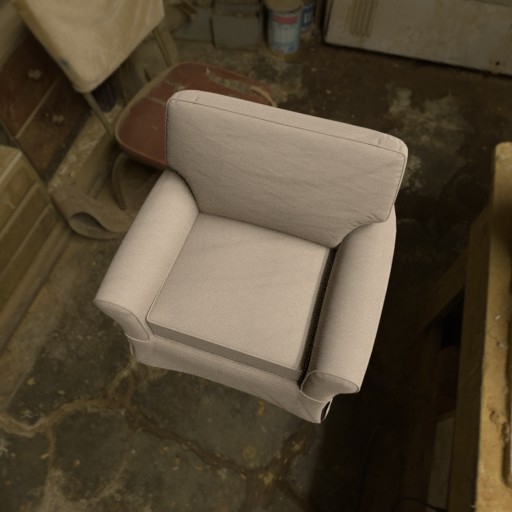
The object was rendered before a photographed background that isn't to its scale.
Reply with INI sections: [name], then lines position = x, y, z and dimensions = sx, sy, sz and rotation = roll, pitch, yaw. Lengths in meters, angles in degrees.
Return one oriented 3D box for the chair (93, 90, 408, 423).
[chair]
position = 0.000, 0.000, 1.953
dimensions = 1.135, 1.017, 0.988
rotation = 16, 61, 9
